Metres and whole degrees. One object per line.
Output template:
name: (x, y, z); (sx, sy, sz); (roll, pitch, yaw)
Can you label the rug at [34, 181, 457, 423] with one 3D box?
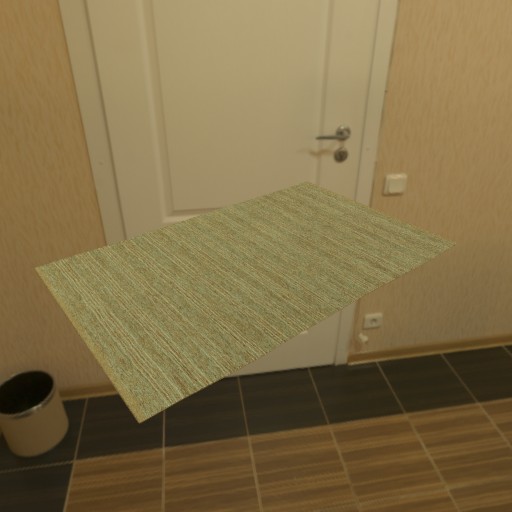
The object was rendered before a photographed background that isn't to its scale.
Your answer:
rug: (0.000, 0.000, 3.004); (2.448, 0.012, 1.540); (-22, 37, -32)
